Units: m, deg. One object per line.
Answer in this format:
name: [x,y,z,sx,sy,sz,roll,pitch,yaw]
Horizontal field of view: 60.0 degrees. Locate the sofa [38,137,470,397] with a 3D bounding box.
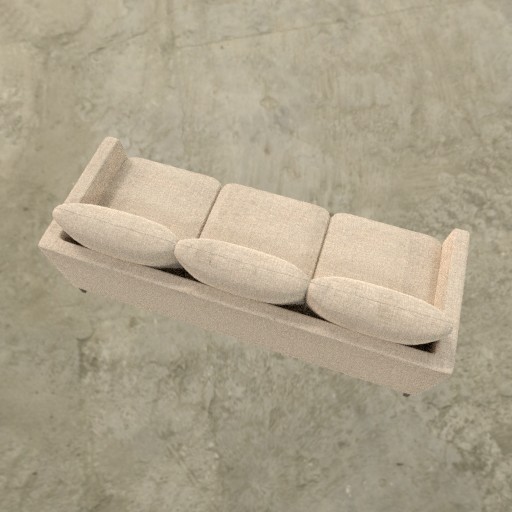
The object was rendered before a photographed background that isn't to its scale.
sofa: [0.000,0.000,2.604,2.218,0.874,0.859,16,64,8]
